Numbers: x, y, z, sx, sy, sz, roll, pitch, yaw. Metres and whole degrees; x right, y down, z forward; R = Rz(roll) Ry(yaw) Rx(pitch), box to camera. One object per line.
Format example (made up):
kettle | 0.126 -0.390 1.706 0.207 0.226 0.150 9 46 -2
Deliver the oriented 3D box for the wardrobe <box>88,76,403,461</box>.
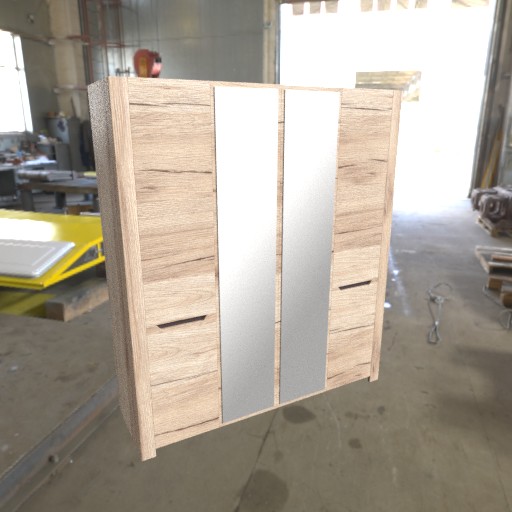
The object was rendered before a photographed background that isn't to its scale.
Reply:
wardrobe | 0.000 0.000 2.916 1.810 2.070 0.580 -9 18 -27
